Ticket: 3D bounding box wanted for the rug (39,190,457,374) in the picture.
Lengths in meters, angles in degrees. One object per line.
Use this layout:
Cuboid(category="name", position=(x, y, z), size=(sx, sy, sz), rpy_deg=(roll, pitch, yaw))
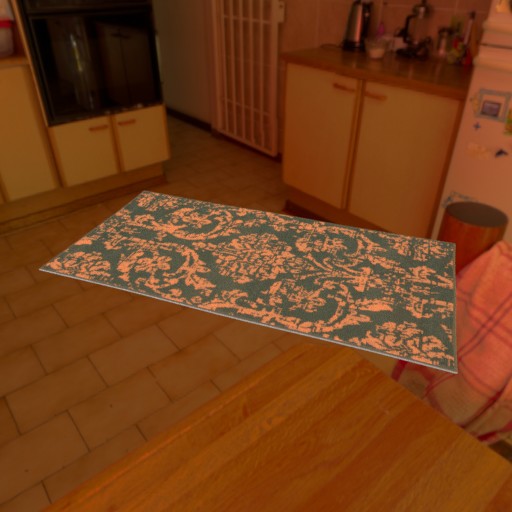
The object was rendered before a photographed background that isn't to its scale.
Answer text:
Cuboid(category="rug", position=(0.000, 0.000, 1.441), size=(1.219, 0.007, 0.604), rpy_deg=(11, 35, 17))
